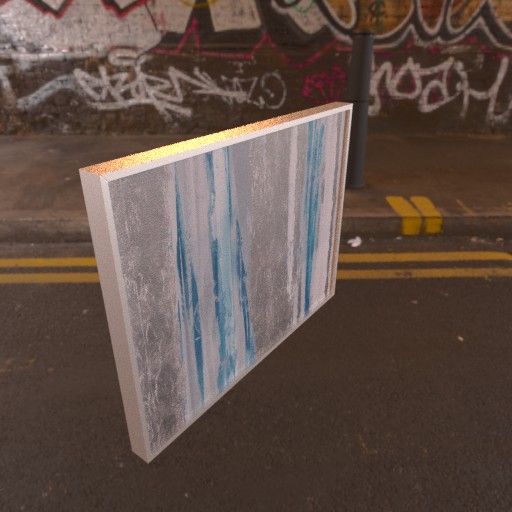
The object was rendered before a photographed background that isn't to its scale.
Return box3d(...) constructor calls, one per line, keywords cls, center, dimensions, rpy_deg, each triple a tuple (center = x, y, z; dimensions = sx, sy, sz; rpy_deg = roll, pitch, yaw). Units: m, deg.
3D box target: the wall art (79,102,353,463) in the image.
box3d(cls="wall art", center=(0.000, 0.000, 1.403), dimensions=(0.066, 0.801, 1.056), rpy_deg=(19, 33, 32))
